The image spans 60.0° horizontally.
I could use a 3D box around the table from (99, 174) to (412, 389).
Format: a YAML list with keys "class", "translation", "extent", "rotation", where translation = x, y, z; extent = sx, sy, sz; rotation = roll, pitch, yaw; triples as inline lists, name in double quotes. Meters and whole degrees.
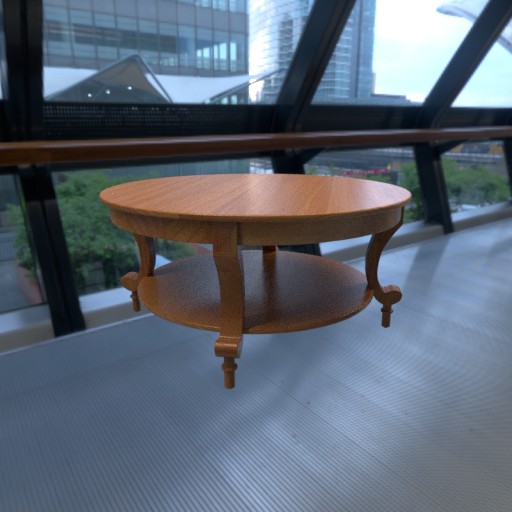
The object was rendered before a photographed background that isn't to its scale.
- class: "table"
  translation: [0.000, 0.000, 1.599]
  extent: [1.029, 0.490, 1.029]
  rotation: [0, 16, 0]
